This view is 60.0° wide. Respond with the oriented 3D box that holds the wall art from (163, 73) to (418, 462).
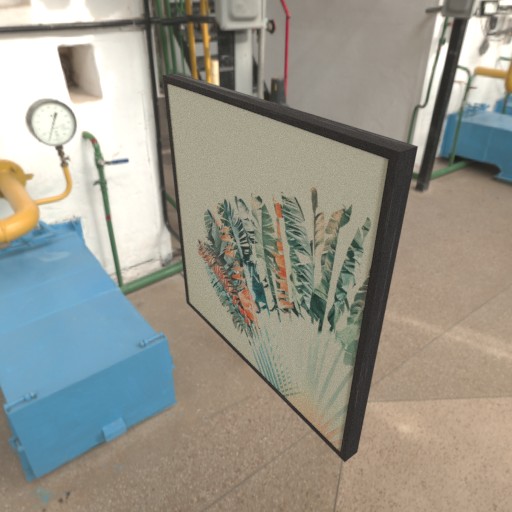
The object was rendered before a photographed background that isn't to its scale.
[{"bbox_3d":[0.000,0.000,1.121,0.043,0.758,0.762,-22,38,-31],"label":"wall art"}]
